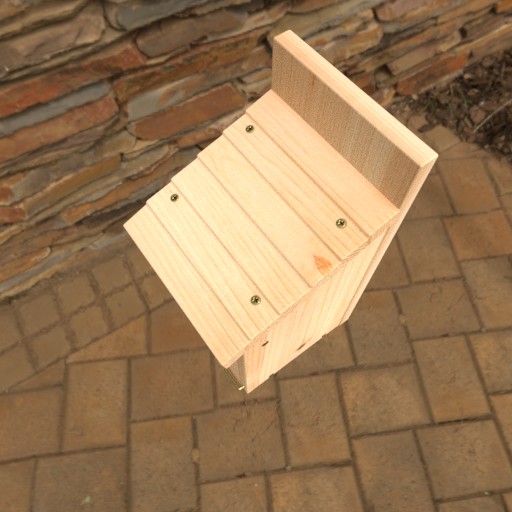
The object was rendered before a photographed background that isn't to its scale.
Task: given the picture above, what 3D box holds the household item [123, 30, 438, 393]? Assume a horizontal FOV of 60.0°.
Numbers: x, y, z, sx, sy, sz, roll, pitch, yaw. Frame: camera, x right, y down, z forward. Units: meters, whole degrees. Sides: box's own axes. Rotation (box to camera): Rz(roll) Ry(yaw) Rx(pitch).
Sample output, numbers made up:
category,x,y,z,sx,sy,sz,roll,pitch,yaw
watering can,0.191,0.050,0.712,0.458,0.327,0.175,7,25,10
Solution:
category,x,y,z,sx,sy,sz,roll,pitch,yaw
household item,0.000,0.000,0.407,0.171,0.300,0.149,-33,67,-16
